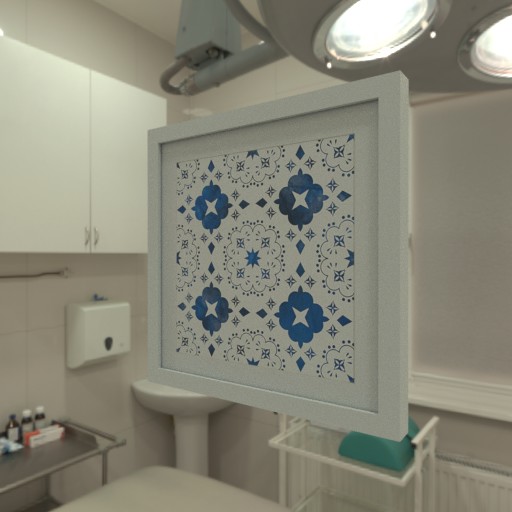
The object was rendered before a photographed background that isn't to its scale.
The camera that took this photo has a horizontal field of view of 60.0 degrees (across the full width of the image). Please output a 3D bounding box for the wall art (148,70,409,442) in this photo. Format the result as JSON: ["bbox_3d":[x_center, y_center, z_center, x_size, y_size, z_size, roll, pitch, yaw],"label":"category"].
[{"bbox_3d":[0.000,0.000,0.536,0.355,0.355,0.027,0,0,35],"label":"wall art"}]
